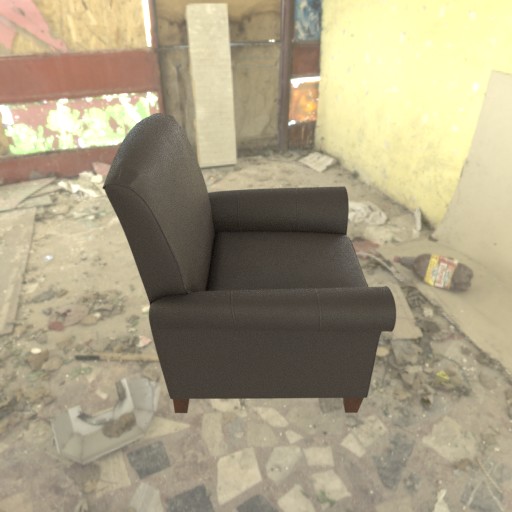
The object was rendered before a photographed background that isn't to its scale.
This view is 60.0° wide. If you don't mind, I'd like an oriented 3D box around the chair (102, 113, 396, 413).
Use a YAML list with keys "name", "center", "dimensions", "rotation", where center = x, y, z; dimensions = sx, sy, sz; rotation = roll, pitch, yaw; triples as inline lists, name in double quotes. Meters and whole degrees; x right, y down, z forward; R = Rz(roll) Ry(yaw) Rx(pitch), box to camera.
- name: "chair"
  center: [0.000, 0.000, 1.822]
  dimensions: [0.902, 1.061, 0.978]
  rotation: [0, 32, 0]
